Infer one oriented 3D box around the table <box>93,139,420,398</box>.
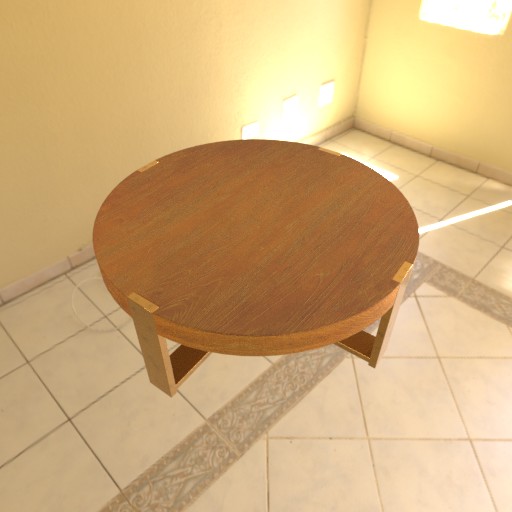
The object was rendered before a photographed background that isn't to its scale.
[{"bbox_3d":[0.000,0.000,1.690,1.100,0.420,1.100,0,41,0],"label":"table"}]
